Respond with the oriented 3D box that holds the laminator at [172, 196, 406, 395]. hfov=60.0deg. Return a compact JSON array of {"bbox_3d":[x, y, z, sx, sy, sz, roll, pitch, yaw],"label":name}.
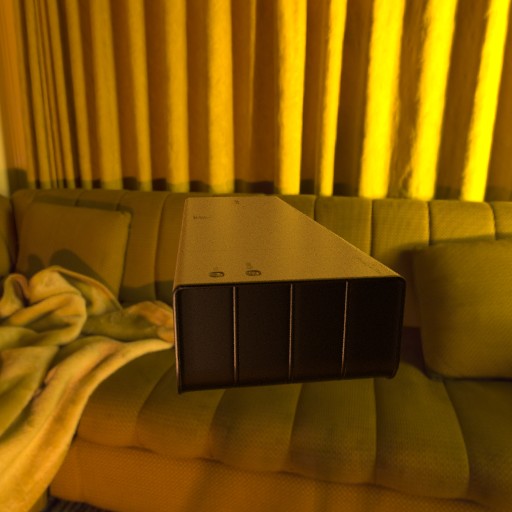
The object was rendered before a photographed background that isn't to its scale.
[{"bbox_3d":[0.000,0.000,0.377,0.123,0.062,0.340,-2,14,-8],"label":"laminator"}]
